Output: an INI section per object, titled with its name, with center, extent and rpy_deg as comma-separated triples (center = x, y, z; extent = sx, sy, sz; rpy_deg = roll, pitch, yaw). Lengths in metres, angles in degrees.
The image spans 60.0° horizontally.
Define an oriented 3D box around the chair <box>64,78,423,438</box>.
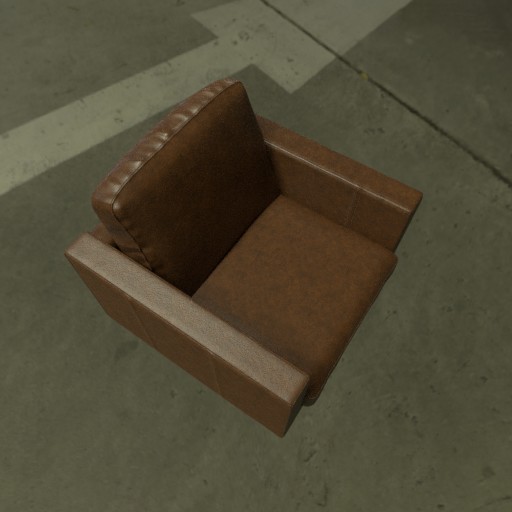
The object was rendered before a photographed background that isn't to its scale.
[chair]
center = 0.000, 0.000, 1.665
extent = 0.909, 0.956, 0.890
rpy_deg = 30, 64, 17
